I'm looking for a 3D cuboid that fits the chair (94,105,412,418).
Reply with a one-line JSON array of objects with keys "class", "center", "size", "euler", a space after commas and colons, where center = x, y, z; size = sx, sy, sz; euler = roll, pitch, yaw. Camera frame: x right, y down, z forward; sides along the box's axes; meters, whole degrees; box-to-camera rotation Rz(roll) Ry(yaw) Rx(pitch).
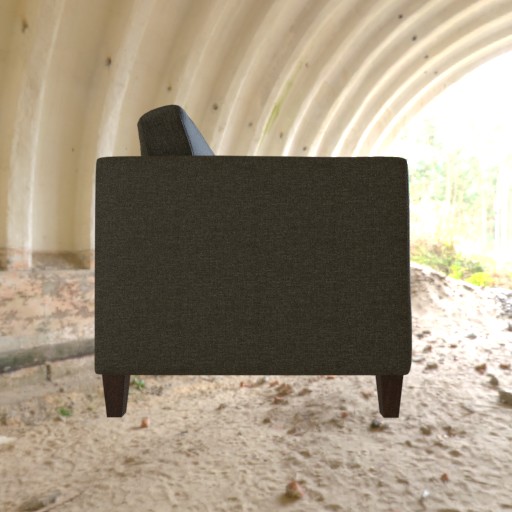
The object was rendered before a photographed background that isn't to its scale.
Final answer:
[{"class": "chair", "center": [0.000, 0.000, 1.802], "size": [0.959, 0.963, 1.107], "euler": [0, -1, 0]}]
